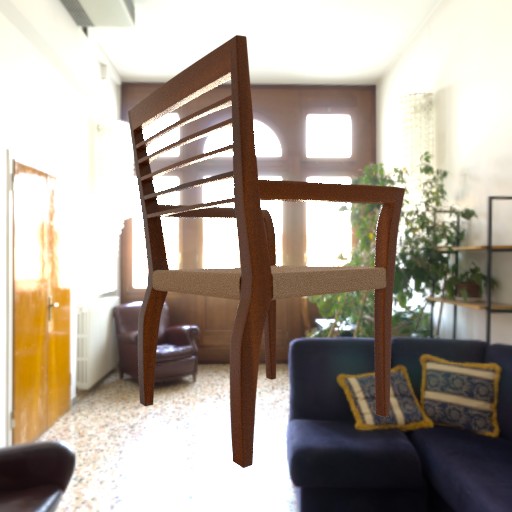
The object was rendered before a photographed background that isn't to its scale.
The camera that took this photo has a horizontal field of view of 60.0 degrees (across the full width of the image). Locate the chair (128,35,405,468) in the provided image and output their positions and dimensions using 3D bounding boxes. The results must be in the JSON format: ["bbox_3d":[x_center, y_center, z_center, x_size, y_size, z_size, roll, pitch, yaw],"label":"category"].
[{"bbox_3d":[0.000,0.000,1.228,0.540,0.855,0.587,1,-1,-38],"label":"chair"}]
